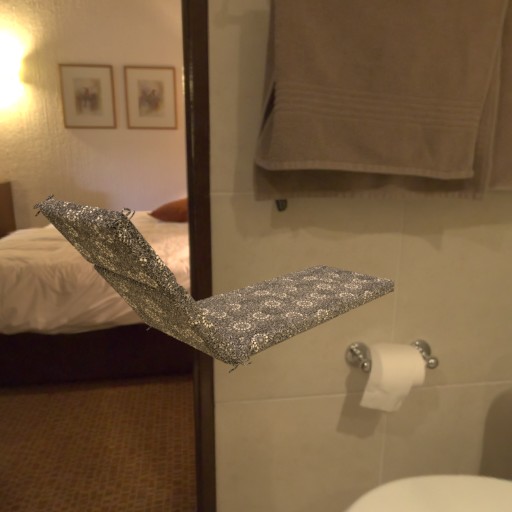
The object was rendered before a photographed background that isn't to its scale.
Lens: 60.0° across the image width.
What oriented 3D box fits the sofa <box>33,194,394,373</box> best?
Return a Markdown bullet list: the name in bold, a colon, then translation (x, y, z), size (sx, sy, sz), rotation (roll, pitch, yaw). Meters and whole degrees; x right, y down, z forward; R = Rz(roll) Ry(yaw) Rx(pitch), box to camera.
- **sofa**: translation (0.000, 0.000, 1.972), size (0.582, 0.622, 1.663), rotation (13, 19, 43)
